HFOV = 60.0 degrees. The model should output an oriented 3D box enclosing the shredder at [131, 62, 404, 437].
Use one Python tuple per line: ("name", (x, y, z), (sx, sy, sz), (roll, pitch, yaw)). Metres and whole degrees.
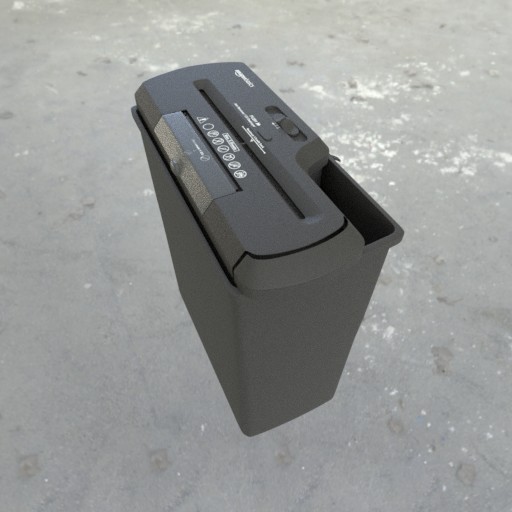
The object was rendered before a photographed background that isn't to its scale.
("shredder", (0.000, 0.000, 0.514), (0.170, 0.335, 0.320), (-19, 50, -17))
